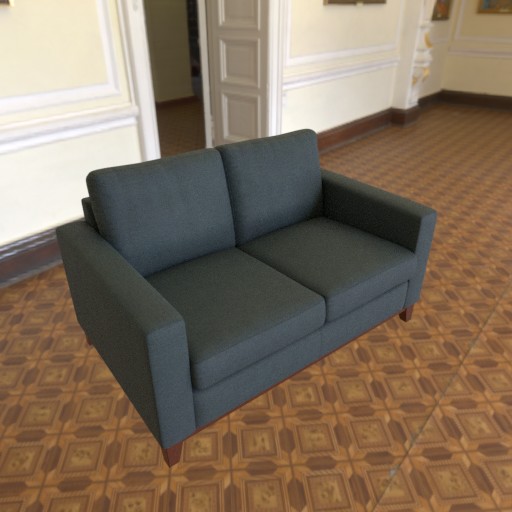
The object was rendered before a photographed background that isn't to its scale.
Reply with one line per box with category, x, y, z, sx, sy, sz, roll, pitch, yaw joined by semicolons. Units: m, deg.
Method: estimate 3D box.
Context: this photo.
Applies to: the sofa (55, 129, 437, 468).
sofa;0.000;0.000;2.074;1.489;0.903;0.955;-21;36;-32
